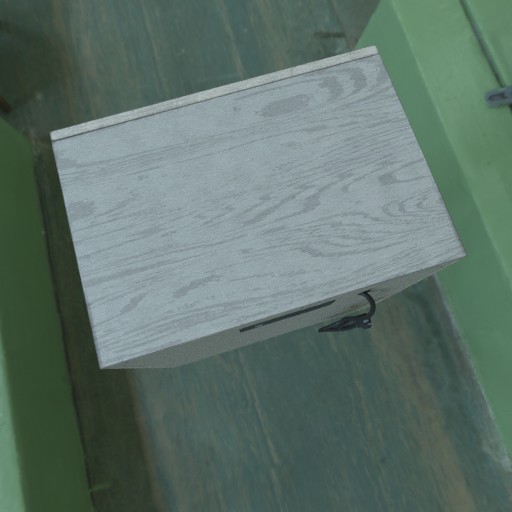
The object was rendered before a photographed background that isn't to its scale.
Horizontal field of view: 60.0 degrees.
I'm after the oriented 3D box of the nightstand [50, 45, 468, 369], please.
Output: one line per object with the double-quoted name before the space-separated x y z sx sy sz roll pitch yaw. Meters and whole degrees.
"nightstand" 0.000 0.000 1.068 0.612 0.673 0.483 -17 77 -4
